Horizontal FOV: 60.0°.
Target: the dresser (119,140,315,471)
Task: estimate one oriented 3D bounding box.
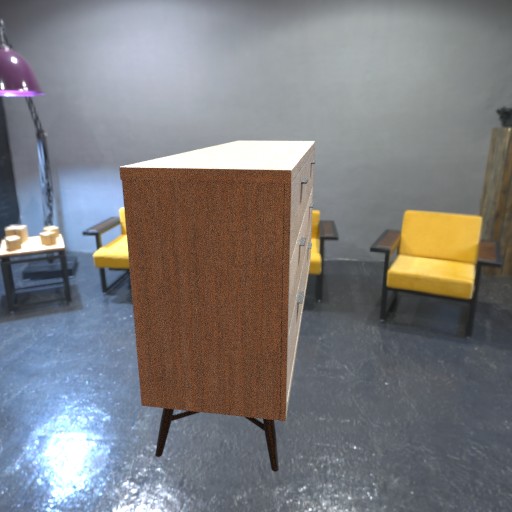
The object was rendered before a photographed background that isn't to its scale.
[{"bbox_3d":[0.000,0.000,1.949,0.457,0.914,1.524,3,17,9],"label":"dresser"}]
